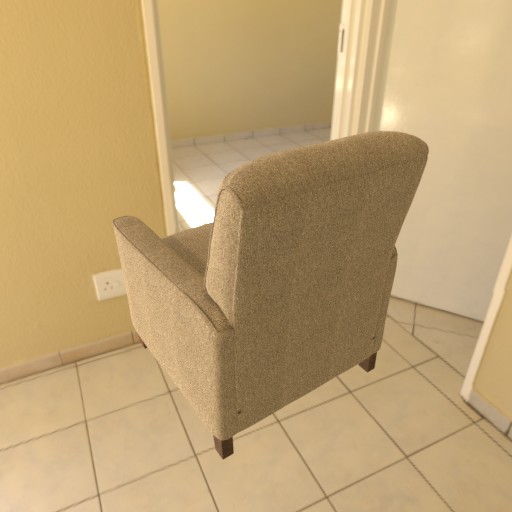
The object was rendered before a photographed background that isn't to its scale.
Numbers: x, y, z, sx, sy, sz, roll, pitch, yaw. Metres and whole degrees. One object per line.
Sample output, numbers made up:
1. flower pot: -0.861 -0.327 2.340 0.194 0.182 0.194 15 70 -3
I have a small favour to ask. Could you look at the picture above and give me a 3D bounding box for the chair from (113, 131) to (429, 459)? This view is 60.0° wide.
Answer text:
1. chair: 0.000 0.000 1.666 0.841 1.028 0.858 -20 36 -30
